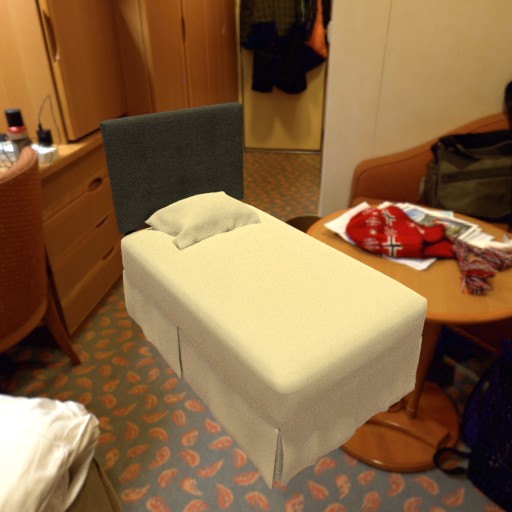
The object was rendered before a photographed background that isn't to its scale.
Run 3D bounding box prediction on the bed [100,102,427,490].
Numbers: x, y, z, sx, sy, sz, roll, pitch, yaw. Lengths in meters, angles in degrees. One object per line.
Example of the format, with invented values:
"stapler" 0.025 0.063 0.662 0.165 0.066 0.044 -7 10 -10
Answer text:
"bed" 0.000 0.000 2.949 1.261 1.571 1.997 -21 35 -32
